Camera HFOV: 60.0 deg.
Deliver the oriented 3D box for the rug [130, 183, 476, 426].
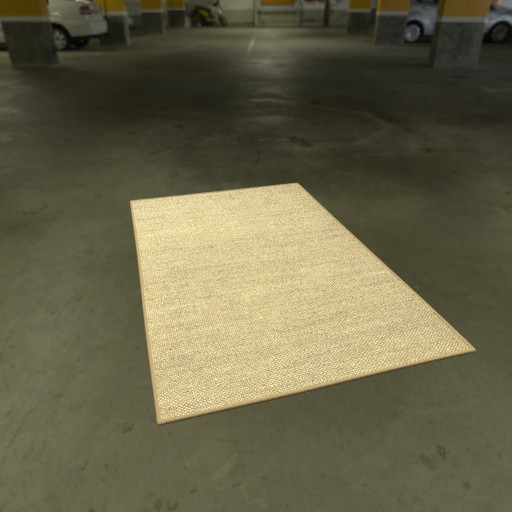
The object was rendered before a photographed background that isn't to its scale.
[{"bbox_3d":[0.000,0.000,2.048,1.062,0.013,1.667,-8,31,-14],"label":"rug"}]
